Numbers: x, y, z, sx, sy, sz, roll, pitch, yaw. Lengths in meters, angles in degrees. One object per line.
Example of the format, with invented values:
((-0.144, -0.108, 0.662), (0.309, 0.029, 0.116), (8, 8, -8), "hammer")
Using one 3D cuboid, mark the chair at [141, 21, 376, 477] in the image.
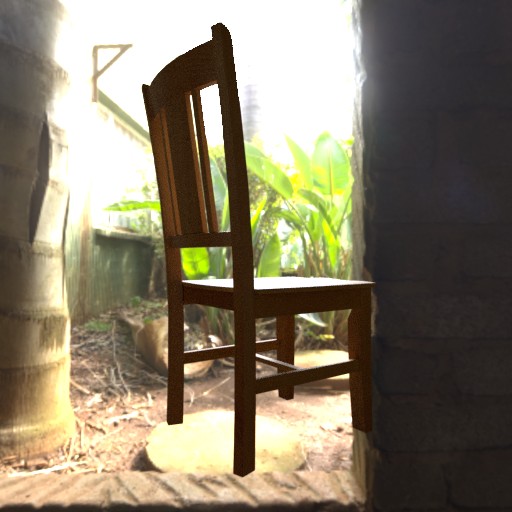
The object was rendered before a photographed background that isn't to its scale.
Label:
((0.000, 0.000, 1.268), (0.556, 0.998, 0.450), (0, 0, -36), "chair")
